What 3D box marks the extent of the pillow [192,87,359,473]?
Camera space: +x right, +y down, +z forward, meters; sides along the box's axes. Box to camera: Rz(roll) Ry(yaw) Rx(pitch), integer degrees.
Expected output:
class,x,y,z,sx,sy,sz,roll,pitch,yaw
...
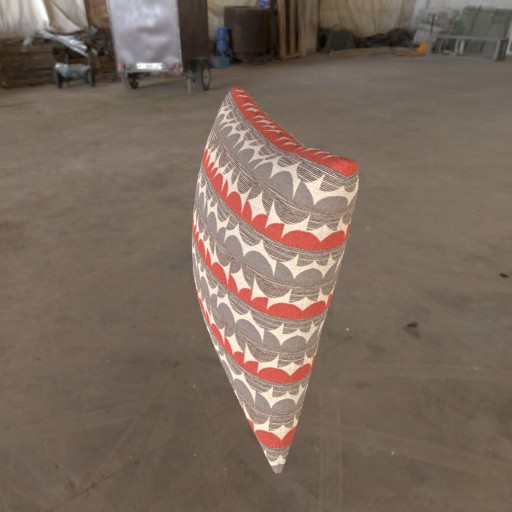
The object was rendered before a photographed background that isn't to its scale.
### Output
class,x,y,z,sx,sy,sz,roll,pitch,yaw
pillow,0.000,0.000,0.652,0.180,0.410,0.420,-8,31,-14
